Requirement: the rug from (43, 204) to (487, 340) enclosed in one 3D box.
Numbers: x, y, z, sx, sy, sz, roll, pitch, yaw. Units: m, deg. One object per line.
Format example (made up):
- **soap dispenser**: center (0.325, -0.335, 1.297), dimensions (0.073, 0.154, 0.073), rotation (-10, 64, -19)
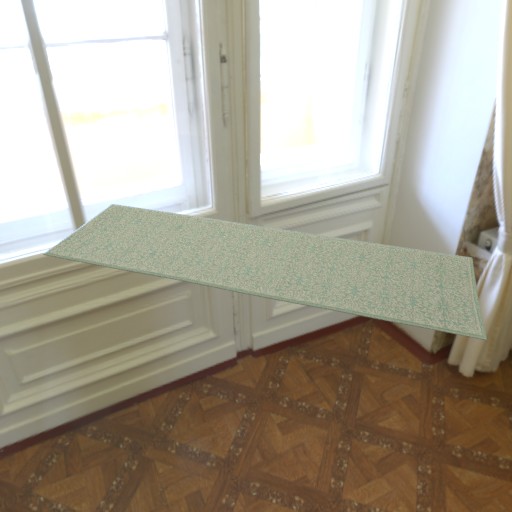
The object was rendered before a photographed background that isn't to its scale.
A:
- **rug**: center (0.000, 0.000, 2.364), dimensions (2.196, 0.011, 0.662), rotation (10, 33, 15)
